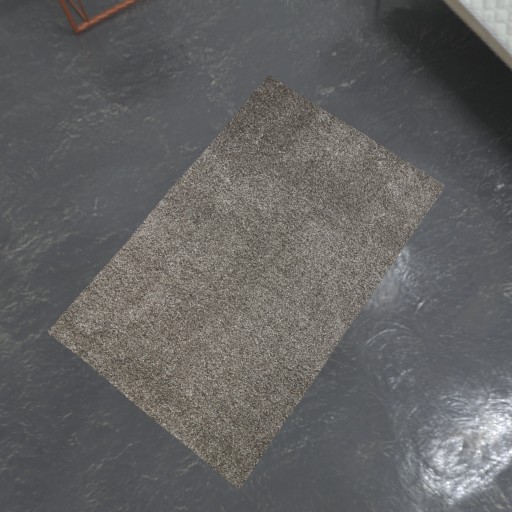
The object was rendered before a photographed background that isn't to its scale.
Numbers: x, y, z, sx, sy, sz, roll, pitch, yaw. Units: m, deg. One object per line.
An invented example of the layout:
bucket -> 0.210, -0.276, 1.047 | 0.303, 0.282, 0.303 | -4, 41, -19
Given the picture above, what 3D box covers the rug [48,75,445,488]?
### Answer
rug -> 0.000, 0.000, 2.910 | 1.501, 0.025, 2.352 | 35, 77, 9
